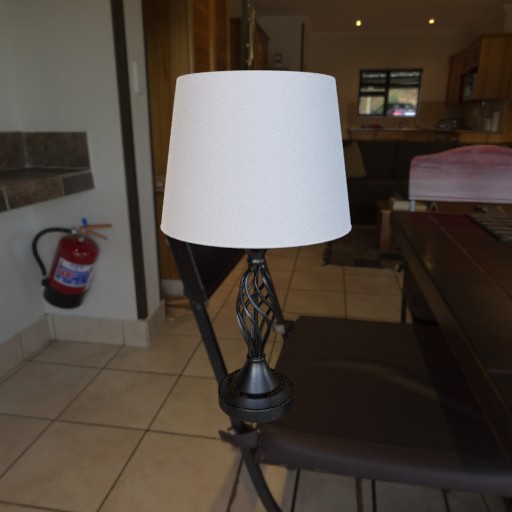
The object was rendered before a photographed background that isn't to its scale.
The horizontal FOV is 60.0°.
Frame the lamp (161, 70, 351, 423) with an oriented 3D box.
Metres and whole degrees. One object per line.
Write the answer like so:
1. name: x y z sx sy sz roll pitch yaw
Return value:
1. lamp: 0.000 0.000 0.801 0.331 0.594 0.331 0 16 0
